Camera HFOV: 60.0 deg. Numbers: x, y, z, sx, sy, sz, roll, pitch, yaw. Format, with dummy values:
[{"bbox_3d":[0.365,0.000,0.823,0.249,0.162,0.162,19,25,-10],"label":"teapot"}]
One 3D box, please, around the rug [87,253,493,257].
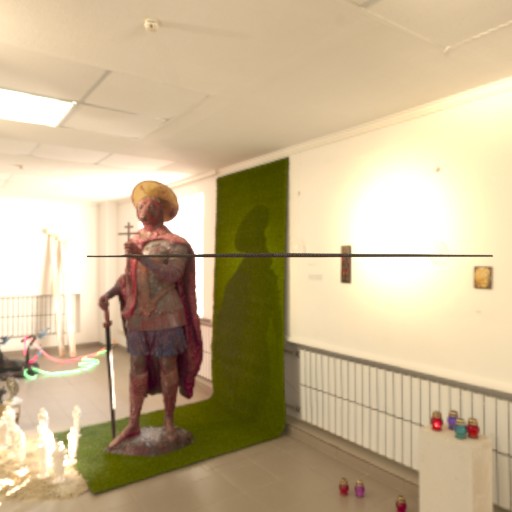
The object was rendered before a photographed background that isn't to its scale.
[{"bbox_3d":[0.000,0.000,2.284,1.207,0.012,1.820,0,0,-36],"label":"rug"}]
